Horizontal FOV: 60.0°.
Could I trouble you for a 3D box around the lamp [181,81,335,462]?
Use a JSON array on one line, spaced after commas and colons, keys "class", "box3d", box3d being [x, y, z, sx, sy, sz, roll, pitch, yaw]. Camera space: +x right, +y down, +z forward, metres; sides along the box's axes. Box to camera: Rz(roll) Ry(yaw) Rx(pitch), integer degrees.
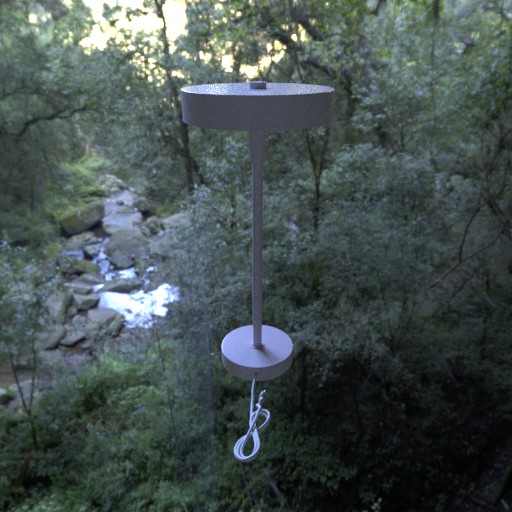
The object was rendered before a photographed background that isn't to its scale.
[{"class": "lamp", "box3d": [0.000, 0.000, 0.706, 0.229, 0.508, 0.369, 1, 25, 2]}]
